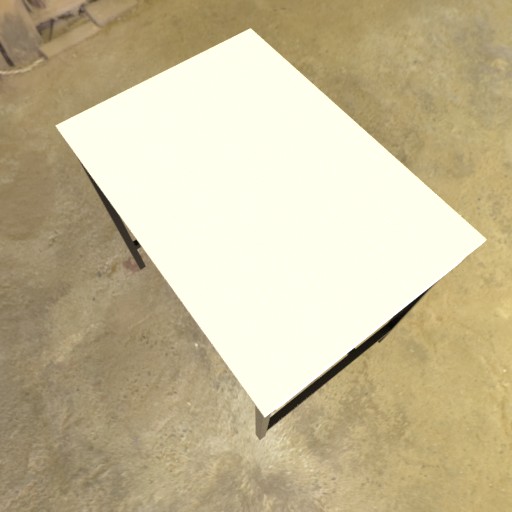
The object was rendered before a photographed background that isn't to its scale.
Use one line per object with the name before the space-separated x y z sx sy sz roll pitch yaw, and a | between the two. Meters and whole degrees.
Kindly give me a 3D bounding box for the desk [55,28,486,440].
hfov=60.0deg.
desk | 0.000 0.000 1.319 0.573 0.766 0.811 -34 68 -16
